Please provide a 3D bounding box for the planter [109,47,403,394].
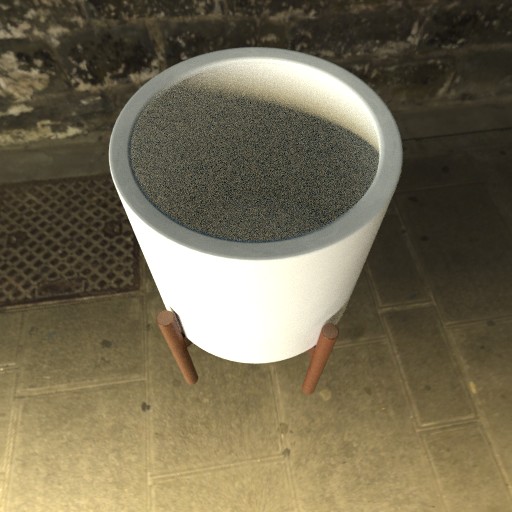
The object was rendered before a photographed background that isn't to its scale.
[{"bbox_3d":[0.000,0.000,0.923,0.417,0.670,0.417,5,59,3],"label":"planter"}]
